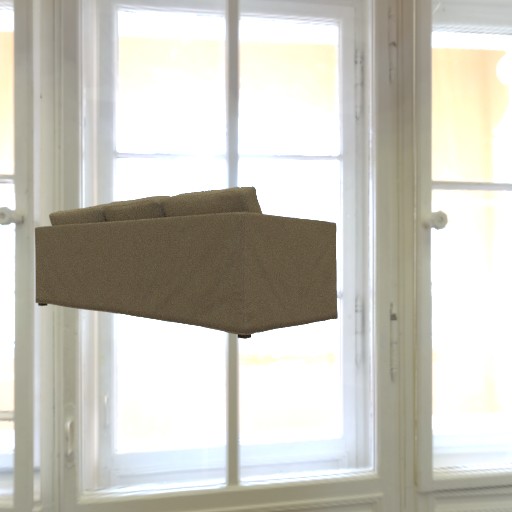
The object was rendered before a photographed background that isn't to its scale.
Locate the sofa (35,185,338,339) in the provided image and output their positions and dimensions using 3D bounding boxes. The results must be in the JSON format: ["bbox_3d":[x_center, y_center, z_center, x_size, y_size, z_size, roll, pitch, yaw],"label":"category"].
[{"bbox_3d":[0.000,0.000,4.334,2.432,0.871,3.182,0,1,39],"label":"sofa"}]
